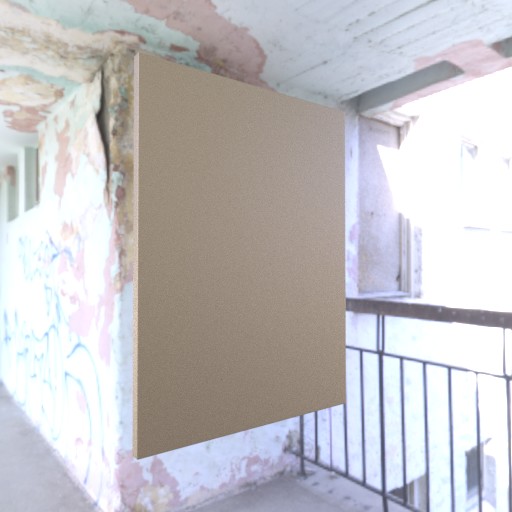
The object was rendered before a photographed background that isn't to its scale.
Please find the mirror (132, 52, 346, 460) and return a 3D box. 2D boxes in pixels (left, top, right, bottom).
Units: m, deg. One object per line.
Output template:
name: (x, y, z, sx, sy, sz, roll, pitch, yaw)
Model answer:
mirror: (0.000, 0.000, 1.346, 0.756, 1.023, 0.032, 1, -1, -36)
